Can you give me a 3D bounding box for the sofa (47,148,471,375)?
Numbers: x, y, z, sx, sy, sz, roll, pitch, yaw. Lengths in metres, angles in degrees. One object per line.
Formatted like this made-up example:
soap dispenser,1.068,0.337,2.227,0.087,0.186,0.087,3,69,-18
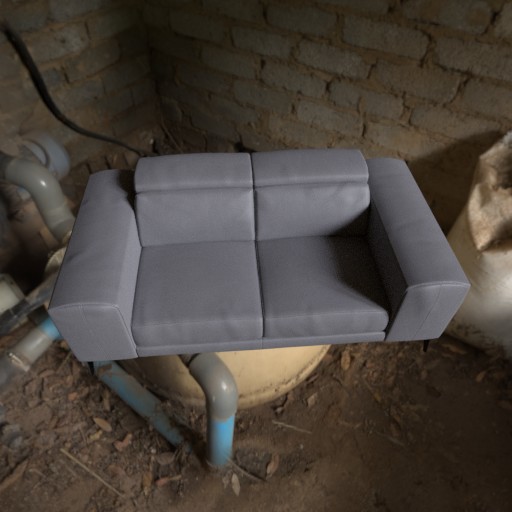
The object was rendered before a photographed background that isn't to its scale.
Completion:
sofa,0.000,0.000,2.439,1.895,0.779,1.003,-3,46,-3
